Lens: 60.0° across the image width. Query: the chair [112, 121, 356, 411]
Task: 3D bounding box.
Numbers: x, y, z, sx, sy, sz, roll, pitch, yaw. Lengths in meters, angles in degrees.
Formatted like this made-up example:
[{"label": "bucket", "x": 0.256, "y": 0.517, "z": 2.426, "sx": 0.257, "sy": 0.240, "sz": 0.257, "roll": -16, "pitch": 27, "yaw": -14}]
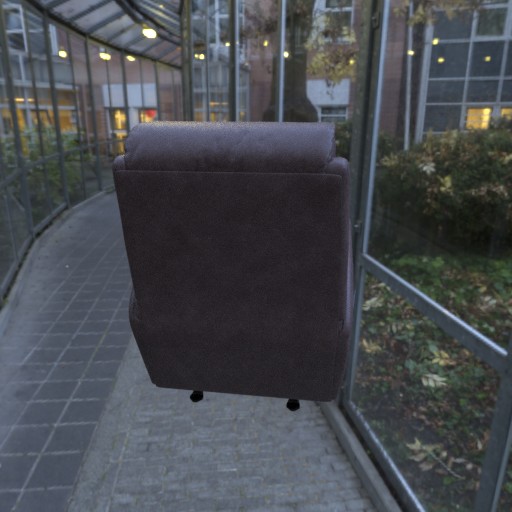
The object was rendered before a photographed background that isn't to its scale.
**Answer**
[{"label": "chair", "x": 0.000, "y": 0.000, "z": 1.829, "sx": 0.865, "sy": 1.067, "sz": 1.067, "roll": 2, "pitch": 17, "yaw": 8}]
